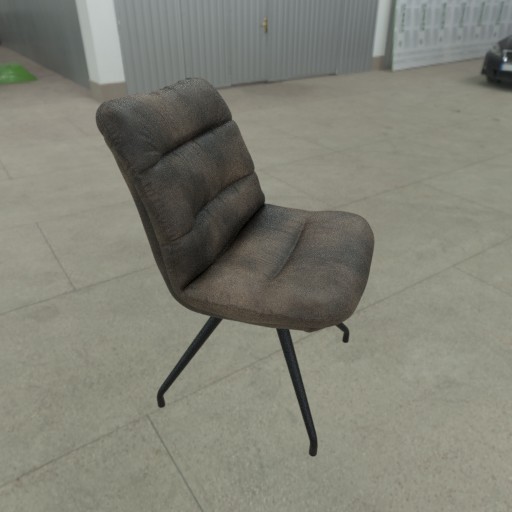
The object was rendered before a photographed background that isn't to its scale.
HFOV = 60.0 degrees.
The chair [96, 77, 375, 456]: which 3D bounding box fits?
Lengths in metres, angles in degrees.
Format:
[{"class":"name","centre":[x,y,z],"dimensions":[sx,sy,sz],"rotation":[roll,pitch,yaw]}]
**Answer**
[{"class":"chair","centre":[0.000,0.000,1.244],"dimensions":[0.622,0.870,0.549],"rotation":[11,32,17]}]
